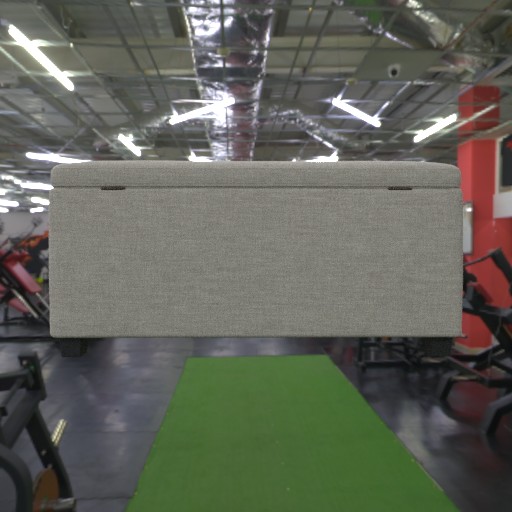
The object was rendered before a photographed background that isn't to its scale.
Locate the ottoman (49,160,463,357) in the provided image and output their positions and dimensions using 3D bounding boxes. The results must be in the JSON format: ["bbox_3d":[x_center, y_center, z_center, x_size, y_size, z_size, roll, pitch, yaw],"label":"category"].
[{"bbox_3d":[0.000,0.000,1.134,0.902,0.432,0.419,0,1,-1],"label":"ottoman"}]
